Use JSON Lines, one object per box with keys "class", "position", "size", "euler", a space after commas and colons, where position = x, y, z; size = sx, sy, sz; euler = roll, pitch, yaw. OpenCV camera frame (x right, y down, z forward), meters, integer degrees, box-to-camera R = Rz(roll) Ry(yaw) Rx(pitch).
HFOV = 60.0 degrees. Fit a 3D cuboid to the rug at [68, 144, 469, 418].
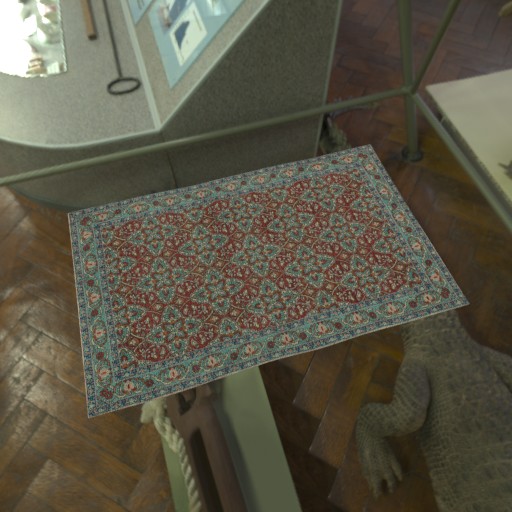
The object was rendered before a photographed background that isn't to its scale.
{"class": "rug", "position": [0.000, 0.000, 3.076], "size": [2.439, 0.011, 1.533], "euler": [-15, 59, -9]}
